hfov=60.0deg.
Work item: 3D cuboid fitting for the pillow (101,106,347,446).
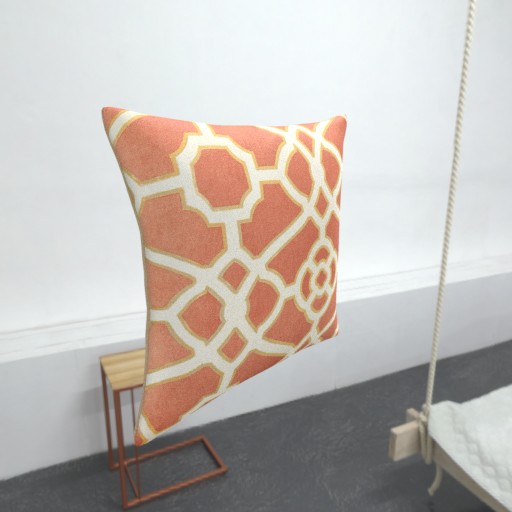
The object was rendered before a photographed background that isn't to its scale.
[{"bbox_3d":[0.000,0.000,0.816,0.166,0.508,0.552,15,22,42],"label":"pillow"}]
